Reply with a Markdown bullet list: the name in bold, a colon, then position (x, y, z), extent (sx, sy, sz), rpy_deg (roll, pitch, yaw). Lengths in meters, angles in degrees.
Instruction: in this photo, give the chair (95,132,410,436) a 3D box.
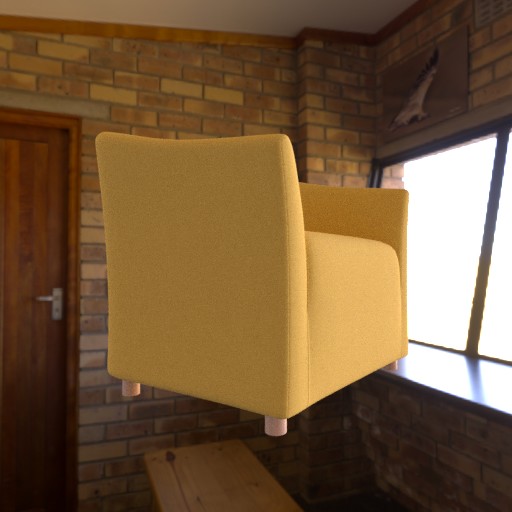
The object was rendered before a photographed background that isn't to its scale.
- **chair**: position (0.000, 0.000, 1.329), extent (0.700, 0.720, 0.790), rpy_deg (-1, -2, 36)
